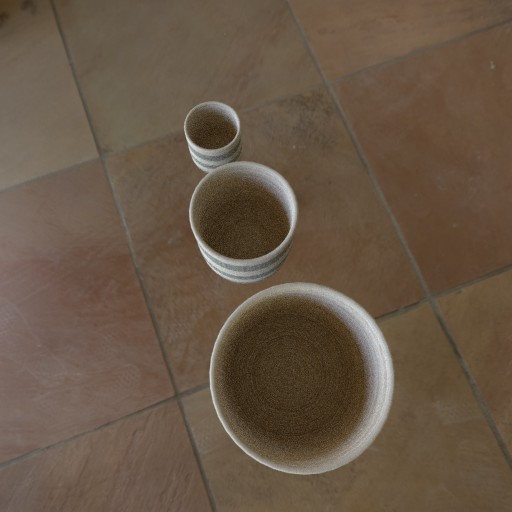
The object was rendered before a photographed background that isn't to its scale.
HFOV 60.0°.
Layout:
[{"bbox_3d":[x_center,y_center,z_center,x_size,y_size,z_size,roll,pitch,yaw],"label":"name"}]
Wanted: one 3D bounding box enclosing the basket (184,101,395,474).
[{"bbox_3d":[0.000,0.000,1.061,0.351,0.356,0.917,-17,76,-4],"label":"basket"}]
